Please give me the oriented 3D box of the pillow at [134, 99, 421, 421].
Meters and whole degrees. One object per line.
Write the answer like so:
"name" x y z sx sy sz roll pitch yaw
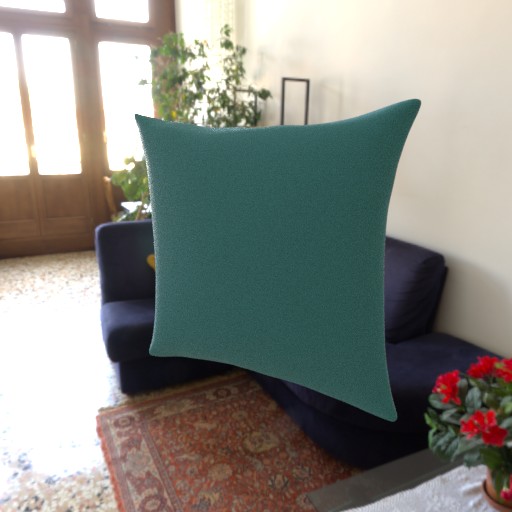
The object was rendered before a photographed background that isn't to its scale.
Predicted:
"pillow" 0.000 0.000 0.771 0.514 0.497 0.150 8 16 27
